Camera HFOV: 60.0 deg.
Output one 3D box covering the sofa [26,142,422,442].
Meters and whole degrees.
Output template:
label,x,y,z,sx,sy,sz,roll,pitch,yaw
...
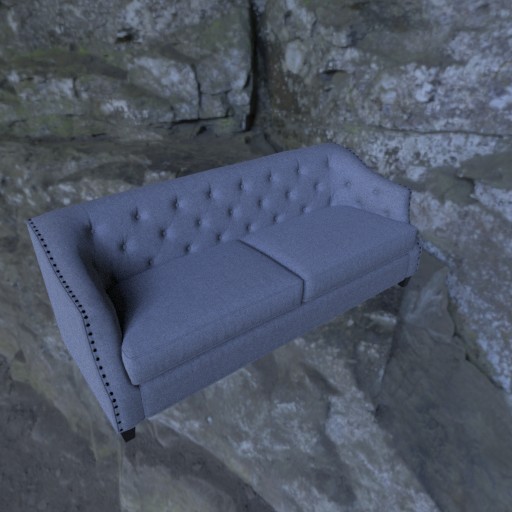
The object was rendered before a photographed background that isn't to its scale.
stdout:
label,x,y,z,sx,sy,sz,roll,pitch,yaw
sofa,0.000,0.000,2.704,2.235,0.901,0.914,-21,37,-32
